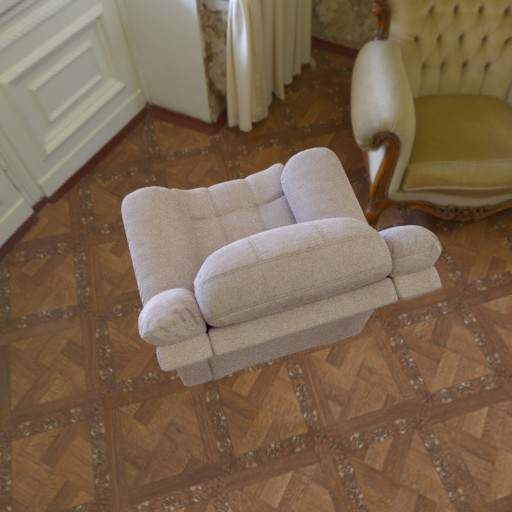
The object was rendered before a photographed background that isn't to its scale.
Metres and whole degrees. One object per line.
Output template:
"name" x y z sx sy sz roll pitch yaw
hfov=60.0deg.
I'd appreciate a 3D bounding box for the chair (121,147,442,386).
"chair" 0.000 0.000 1.707 0.899 1.008 0.944 -15 59 -9
